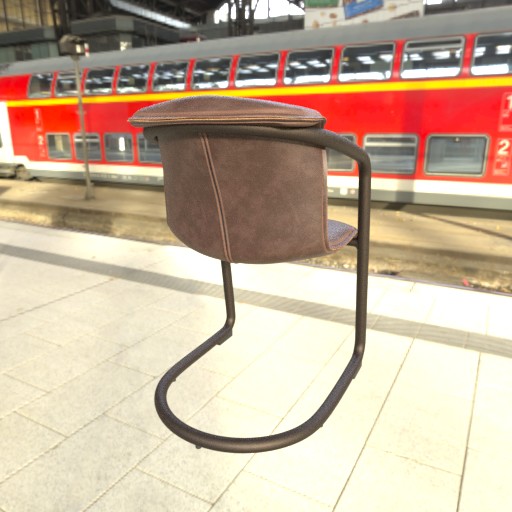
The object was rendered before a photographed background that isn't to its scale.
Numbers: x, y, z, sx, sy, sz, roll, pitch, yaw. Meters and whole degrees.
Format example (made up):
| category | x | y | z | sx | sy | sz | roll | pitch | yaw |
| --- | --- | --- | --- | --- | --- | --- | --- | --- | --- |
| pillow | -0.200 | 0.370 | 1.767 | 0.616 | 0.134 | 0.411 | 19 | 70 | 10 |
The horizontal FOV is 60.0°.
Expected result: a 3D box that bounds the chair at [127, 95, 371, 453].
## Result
| category | x | y | z | sx | sy | sz | roll | pitch | yaw |
| --- | --- | --- | --- | --- | --- | --- | --- | --- | --- |
| chair | 0.000 | 0.000 | 1.265 | 0.536 | 0.836 | 0.664 | 8 | 18 | 26 |
